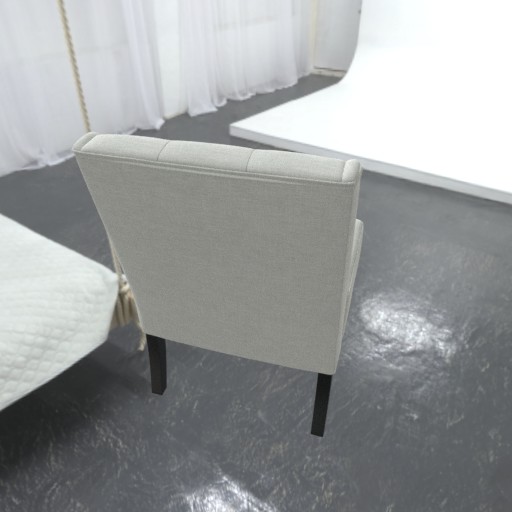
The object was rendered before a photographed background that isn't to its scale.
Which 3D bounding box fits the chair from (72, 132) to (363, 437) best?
[{"bbox_3d":[0.000,0.000,1.282,0.569,0.853,0.676,9,34,14],"label":"chair"}]
